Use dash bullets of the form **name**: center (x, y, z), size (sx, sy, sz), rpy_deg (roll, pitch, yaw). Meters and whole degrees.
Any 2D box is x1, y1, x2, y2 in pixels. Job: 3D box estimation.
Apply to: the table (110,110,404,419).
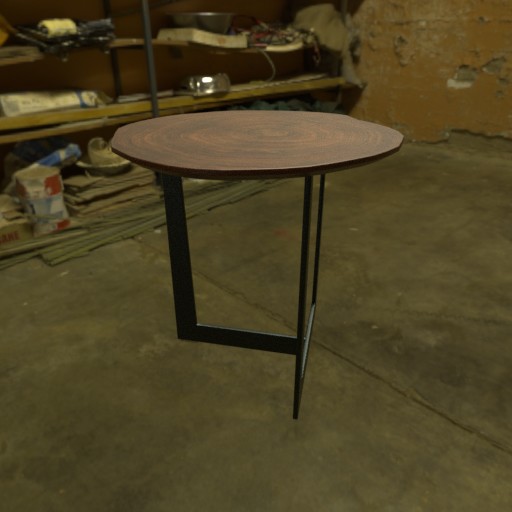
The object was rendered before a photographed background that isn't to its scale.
- **table**: center (0.000, 0.000, 0.867), size (0.494, 0.476, 0.477), rpy_deg (1, 27, 1)
